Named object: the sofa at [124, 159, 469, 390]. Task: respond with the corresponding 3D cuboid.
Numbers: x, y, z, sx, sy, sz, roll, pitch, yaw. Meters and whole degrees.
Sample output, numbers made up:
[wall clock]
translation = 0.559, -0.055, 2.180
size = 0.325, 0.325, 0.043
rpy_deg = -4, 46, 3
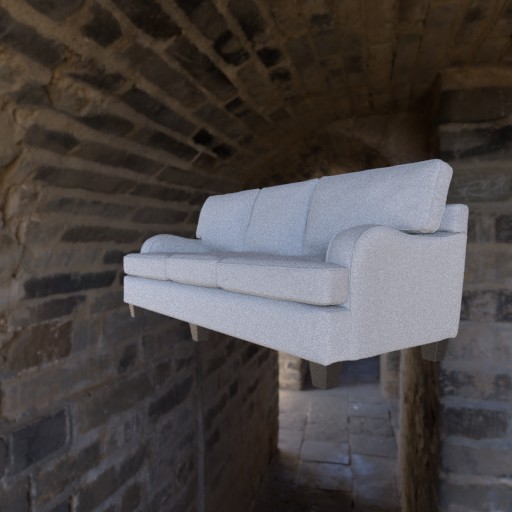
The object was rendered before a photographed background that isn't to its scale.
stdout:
[sofa]
translation = 0.000, 0.000, 2.869
size = 1.016, 0.997, 2.323
rpy_deg = -1, 2, -35
